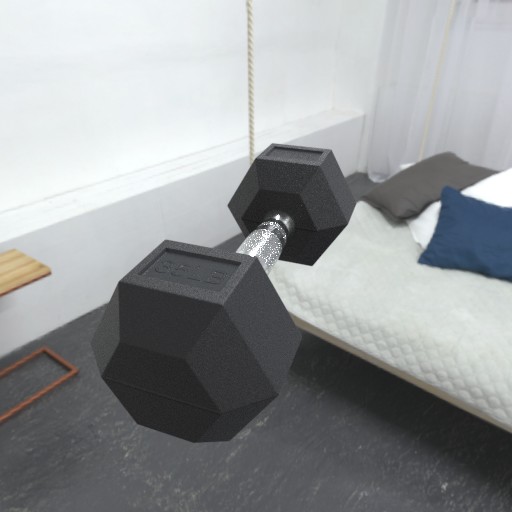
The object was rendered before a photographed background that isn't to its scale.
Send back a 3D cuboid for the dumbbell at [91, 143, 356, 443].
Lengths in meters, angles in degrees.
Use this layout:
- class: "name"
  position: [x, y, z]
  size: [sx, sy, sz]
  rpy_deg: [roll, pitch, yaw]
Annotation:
- class: "dumbbell"
  position: [0.000, 0.000, 0.420]
  size: [0.141, 0.123, 0.356]
  rpy_deg: [11, 33, 17]
